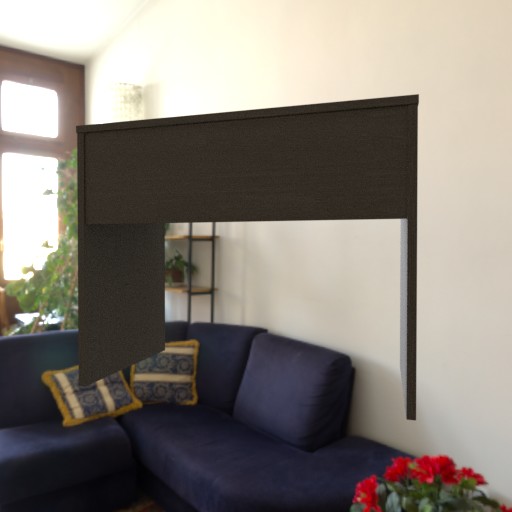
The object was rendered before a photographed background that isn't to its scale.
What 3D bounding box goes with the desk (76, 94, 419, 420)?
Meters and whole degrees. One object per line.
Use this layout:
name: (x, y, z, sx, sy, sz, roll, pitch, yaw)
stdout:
desk: (0.000, 0.000, 1.346, 0.893, 0.724, 0.498, 0, 1, 16)
